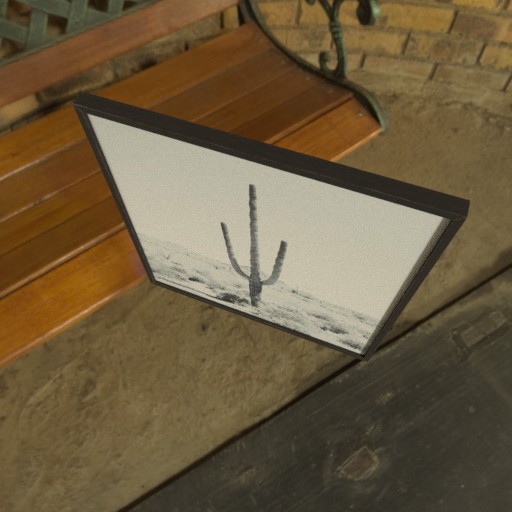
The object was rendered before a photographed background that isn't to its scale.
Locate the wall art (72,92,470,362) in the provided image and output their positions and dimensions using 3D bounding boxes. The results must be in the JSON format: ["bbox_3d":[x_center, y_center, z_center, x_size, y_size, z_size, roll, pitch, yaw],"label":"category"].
[{"bbox_3d":[0.000,0.000,1.136,0.762,0.762,0.038,18,61,11],"label":"wall art"}]
